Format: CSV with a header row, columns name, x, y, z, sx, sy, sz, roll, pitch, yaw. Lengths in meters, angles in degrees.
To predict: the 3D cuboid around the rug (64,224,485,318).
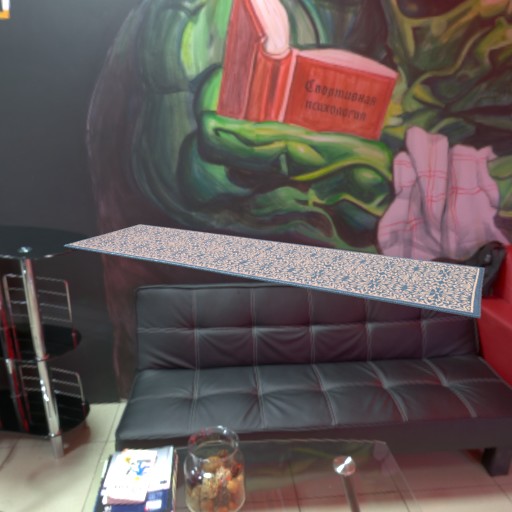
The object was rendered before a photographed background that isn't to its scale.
name,x,y,z,sx,sy,sz,roll,pitch,yaw
rug,0.000,0.000,2.385,2.196,0.011,0.662,8,18,26
